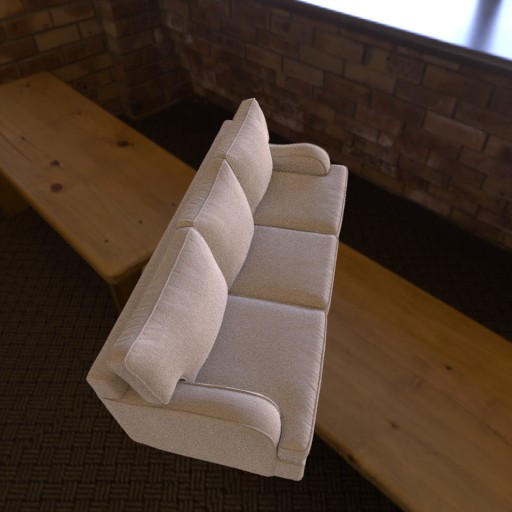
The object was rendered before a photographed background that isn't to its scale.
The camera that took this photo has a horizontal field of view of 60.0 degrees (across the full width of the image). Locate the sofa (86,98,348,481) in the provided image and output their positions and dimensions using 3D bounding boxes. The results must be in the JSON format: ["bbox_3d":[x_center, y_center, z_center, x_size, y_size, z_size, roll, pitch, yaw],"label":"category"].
[{"bbox_3d":[0.000,0.000,2.813,1.016,0.991,2.323,9,47,9],"label":"sofa"}]
